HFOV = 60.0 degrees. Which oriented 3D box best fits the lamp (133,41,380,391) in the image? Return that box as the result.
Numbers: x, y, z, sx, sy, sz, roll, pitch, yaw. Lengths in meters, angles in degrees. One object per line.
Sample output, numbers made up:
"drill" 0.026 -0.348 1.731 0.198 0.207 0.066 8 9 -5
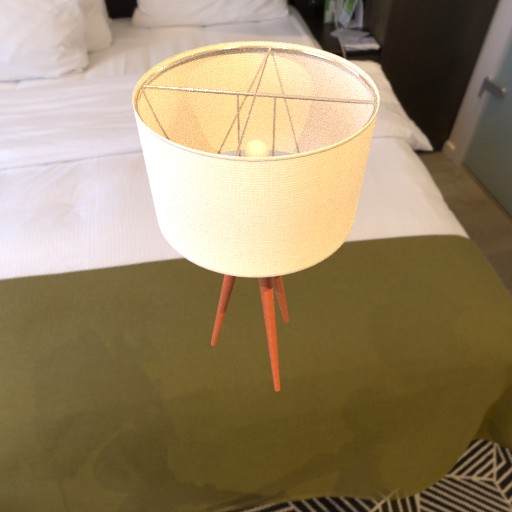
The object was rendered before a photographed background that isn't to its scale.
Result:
"lamp" 0.000 0.000 0.903 0.354 0.709 0.355 -32 54 -27
